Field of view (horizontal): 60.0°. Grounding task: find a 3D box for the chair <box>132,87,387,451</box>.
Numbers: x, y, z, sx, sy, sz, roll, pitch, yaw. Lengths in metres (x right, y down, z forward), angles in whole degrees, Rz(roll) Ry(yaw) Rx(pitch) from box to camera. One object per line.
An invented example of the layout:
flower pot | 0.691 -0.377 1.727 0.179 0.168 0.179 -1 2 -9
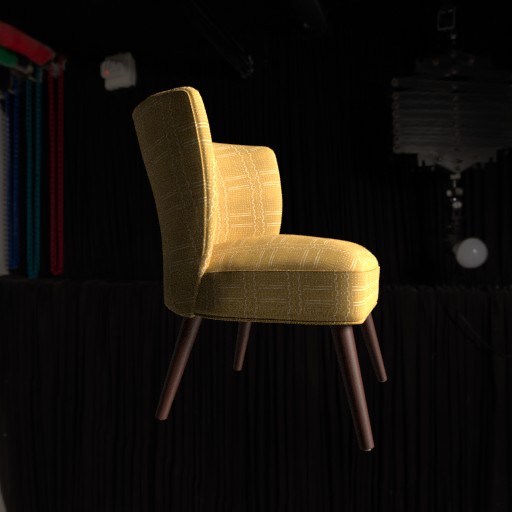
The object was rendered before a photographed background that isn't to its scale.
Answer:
chair | 0.000 0.000 1.385 0.758 0.866 0.706 0 0 19
